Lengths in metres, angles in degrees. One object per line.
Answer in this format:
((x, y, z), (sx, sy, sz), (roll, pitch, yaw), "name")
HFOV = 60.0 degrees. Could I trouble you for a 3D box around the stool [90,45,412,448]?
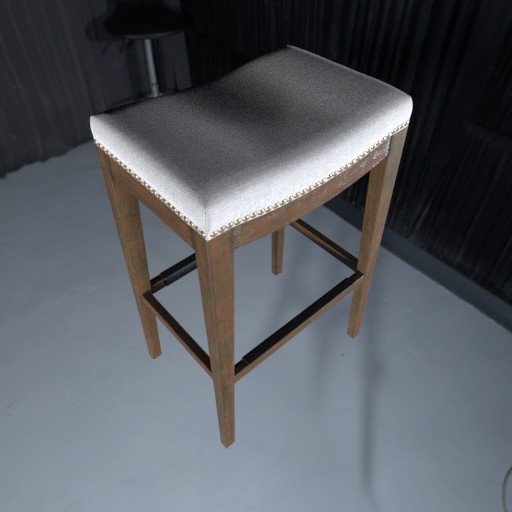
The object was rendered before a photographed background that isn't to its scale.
((0.000, 0.000, 1.031), (0.508, 0.762, 0.356), (-33, 54, -27), "stool")
